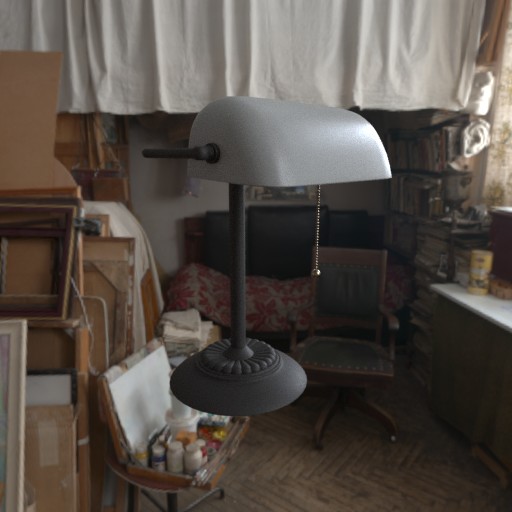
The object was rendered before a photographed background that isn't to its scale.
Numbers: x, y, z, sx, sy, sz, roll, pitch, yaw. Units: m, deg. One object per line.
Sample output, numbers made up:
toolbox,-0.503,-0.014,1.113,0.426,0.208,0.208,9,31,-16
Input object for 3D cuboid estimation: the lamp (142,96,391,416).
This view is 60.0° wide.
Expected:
lamp,0.000,0.000,0.524,0.243,0.339,0.264,12,18,43
